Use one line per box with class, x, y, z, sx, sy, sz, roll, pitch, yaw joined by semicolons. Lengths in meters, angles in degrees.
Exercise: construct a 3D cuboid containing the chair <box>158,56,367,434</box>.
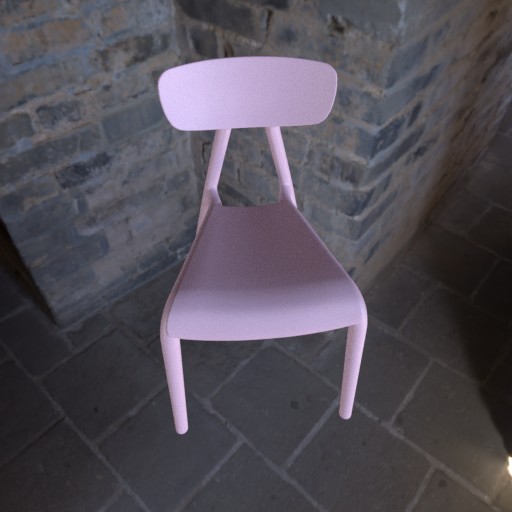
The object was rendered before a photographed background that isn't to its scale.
chair;0.000;0.000;0.818;0.356;0.580;0.401;-4;47;-4
